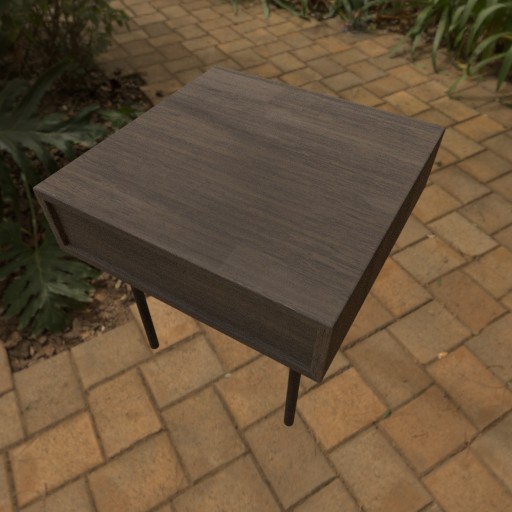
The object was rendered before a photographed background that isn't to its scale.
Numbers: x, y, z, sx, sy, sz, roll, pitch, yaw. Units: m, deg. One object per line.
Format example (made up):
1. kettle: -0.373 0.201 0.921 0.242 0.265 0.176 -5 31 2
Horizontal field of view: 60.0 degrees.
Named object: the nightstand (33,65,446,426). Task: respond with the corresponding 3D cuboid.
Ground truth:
1. nightstand: 0.000 0.000 0.920 0.502 0.497 0.503 23 51 20
